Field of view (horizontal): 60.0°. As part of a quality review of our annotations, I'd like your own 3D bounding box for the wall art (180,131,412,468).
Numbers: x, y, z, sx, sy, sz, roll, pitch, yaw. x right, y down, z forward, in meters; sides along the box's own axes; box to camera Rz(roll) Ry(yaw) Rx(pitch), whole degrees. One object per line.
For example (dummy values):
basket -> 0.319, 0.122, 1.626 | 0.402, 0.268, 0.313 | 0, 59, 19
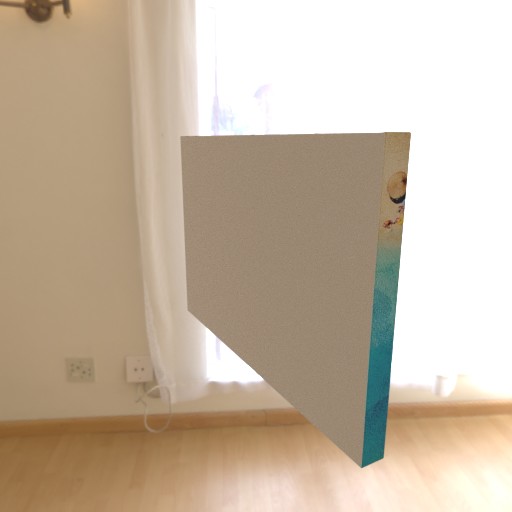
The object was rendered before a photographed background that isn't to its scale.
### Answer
wall art -> 0.000, 0.000, 1.127 | 0.057, 0.595, 0.894 | -8, 17, -28
